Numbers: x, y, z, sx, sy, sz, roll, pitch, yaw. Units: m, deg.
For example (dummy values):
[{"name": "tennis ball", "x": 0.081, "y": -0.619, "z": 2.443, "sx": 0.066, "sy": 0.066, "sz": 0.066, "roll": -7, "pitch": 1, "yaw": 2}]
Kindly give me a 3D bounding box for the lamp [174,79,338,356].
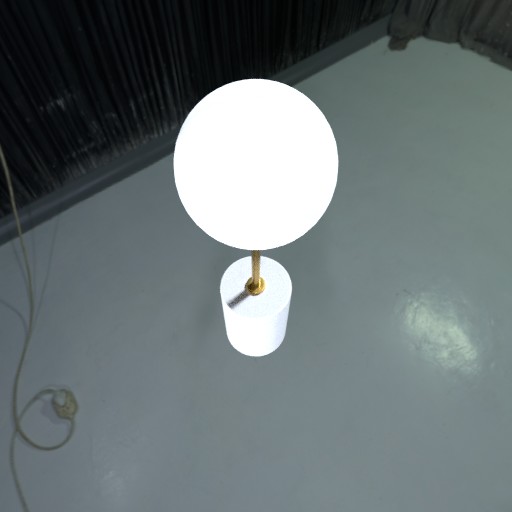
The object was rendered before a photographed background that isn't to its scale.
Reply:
[{"name": "lamp", "x": 0.000, "y": 0.000, "z": 0.558, "sx": 0.153, "sy": 0.480, "sz": 0.153, "roll": 0, "pitch": 59, "yaw": 0}]
